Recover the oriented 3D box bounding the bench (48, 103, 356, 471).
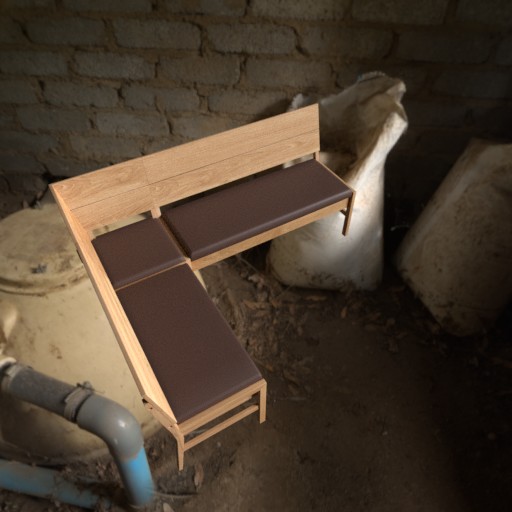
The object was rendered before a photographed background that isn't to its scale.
[{"bbox_3d":[0.000,0.000,2.819,1.975,0.890,1.549,-24,51,-21],"label":"bench"}]
